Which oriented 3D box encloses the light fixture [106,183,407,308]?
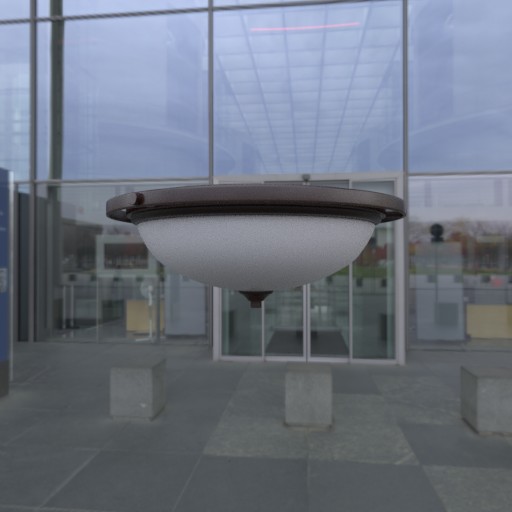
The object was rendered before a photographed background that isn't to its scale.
[{"bbox_3d":[0.000,0.000,0.562,0.361,0.130,0.361,0,0,0],"label":"light fixture"}]
